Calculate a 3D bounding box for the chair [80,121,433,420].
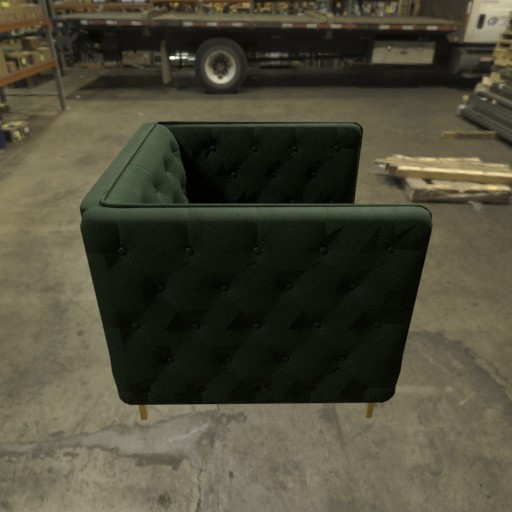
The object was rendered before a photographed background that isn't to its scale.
[{"bbox_3d":[0.000,0.000,1.573,0.855,0.768,0.917,0,31,-1],"label":"chair"}]
